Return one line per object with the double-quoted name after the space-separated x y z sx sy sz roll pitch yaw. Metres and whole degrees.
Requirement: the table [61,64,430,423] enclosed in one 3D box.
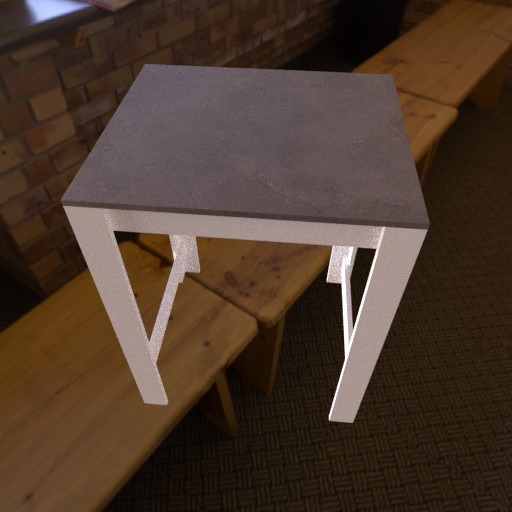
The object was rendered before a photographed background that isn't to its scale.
0.000 0.000 1.564 0.800 1.020 0.700 4 47 4 "table"
